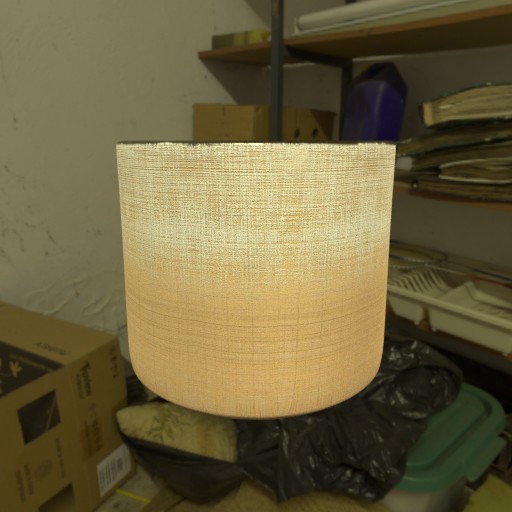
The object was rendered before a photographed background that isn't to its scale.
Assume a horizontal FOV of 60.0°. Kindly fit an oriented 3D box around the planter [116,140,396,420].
[{"bbox_3d":[0.000,0.000,0.439,0.254,0.221,0.254,0,14,0],"label":"planter"}]
